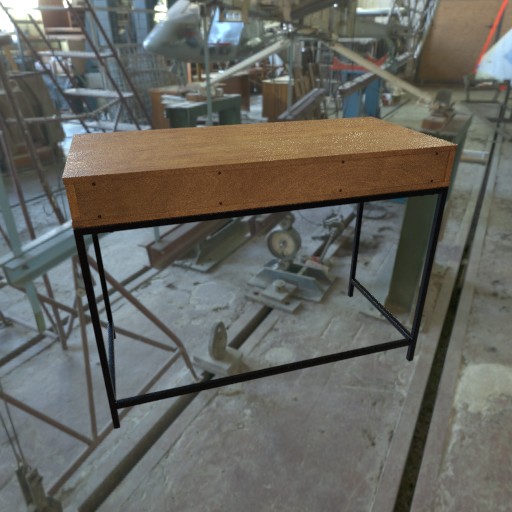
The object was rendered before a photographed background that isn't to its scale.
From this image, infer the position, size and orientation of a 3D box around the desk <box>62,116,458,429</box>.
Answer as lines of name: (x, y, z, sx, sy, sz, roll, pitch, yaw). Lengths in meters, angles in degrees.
desk: (0.000, 0.000, 1.457, 1.016, 0.762, 0.470, -8, 28, -15)
